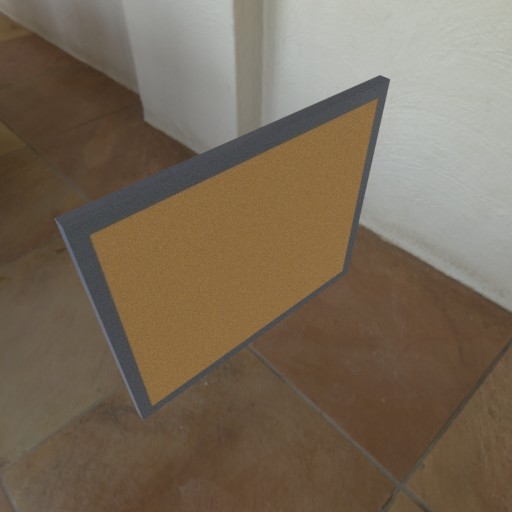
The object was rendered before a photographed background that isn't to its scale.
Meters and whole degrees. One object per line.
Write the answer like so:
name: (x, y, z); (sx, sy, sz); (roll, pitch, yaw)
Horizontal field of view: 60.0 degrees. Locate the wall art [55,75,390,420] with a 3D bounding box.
wall art: (0.000, 0.000, 0.912); (0.660, 0.558, 0.026); (-31, 53, -27)
